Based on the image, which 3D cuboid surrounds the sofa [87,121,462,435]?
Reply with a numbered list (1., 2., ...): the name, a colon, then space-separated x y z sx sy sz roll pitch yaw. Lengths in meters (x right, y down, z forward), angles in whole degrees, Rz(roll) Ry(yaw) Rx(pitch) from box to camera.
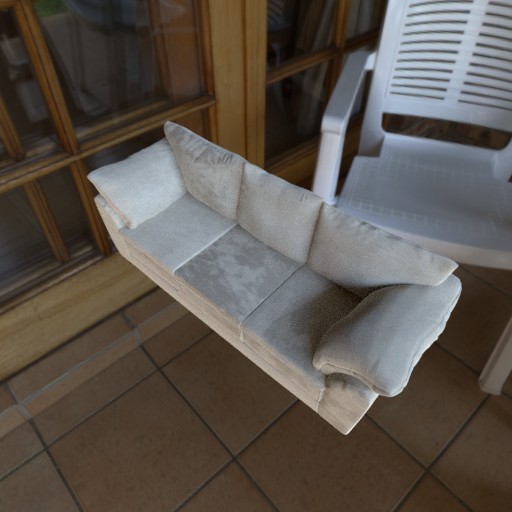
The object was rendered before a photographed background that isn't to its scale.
1. sofa: 0.000 0.000 2.855 2.377 0.981 0.893 33 54 28
